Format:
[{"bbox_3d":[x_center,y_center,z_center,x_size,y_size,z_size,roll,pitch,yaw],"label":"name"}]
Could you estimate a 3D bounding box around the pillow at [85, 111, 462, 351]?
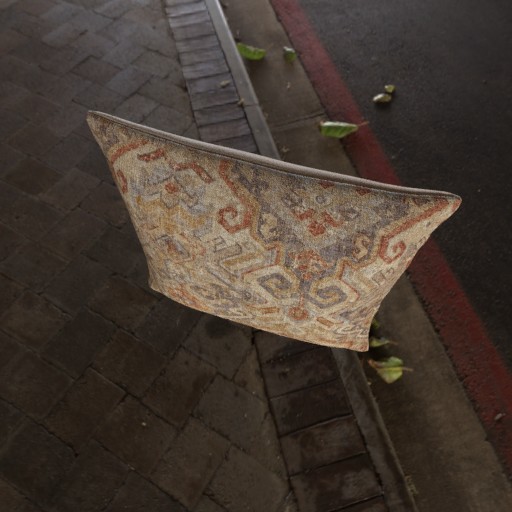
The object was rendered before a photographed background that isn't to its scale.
[{"bbox_3d":[0.000,0.000,0.791,0.523,0.506,0.166,15,59,9],"label":"pillow"}]
